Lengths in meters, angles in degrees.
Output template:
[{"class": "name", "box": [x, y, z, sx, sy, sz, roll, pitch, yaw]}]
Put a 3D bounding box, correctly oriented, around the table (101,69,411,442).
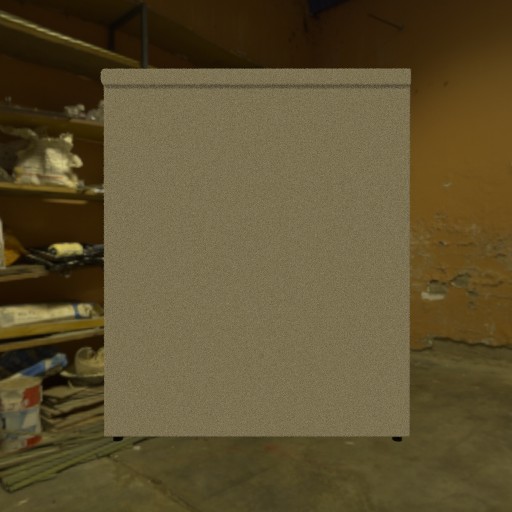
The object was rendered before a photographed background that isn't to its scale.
[{"class": "table", "box": [0.000, 0.000, 0.753, 0.380, 0.460, 0.420, 0, 0, 0]}]
